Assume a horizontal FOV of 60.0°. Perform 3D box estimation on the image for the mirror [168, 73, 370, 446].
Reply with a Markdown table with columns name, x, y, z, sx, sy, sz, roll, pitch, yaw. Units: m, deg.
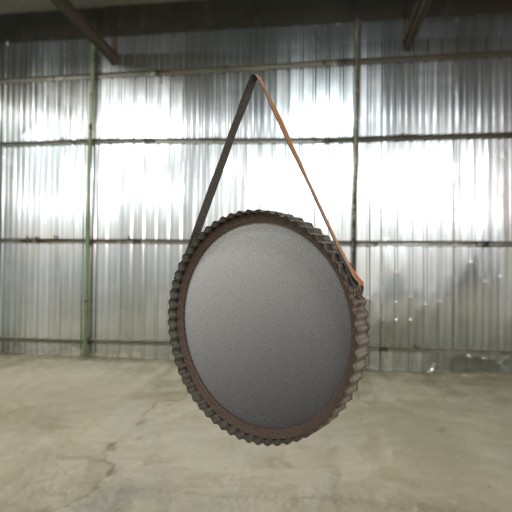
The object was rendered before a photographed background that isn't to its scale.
| name | x | y | z | sx | sy | sz | roll | pitch | yaw |
| --- | --- | --- | --- | --- | --- | --- | --- | --- | --- |
| mirror | 0.000 | 0.000 | 0.692 | 0.355 | 0.568 | 0.042 | 0 | -1 | 36 |
